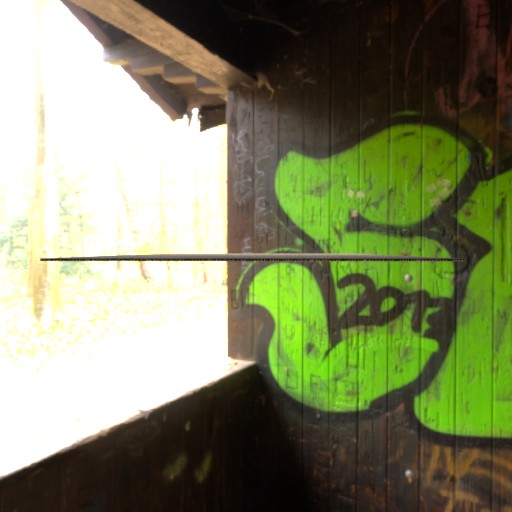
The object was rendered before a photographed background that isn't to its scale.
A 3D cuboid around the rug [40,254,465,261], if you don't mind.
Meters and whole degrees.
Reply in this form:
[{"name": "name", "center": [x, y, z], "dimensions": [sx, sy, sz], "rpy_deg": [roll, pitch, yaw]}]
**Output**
[{"name": "rug", "center": [0.000, 0.000, 3.859], "dimensions": [2.315, 0.015, 2.932], "rpy_deg": [0, 1, 1]}]
